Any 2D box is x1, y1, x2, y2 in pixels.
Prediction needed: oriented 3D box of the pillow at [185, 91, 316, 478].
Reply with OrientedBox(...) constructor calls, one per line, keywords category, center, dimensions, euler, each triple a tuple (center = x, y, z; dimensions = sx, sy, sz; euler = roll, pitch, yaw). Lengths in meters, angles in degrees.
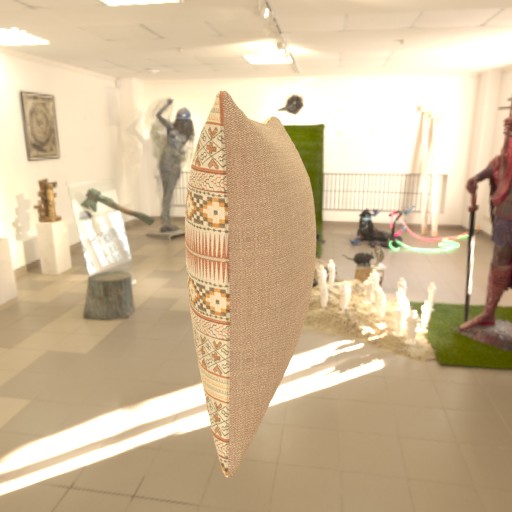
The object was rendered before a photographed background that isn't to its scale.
OrientedBox(category="pillow", center=(0.000, 0.000, 0.806), dimensions=(0.215, 0.519, 0.521), euler=(2, 15, 8))
